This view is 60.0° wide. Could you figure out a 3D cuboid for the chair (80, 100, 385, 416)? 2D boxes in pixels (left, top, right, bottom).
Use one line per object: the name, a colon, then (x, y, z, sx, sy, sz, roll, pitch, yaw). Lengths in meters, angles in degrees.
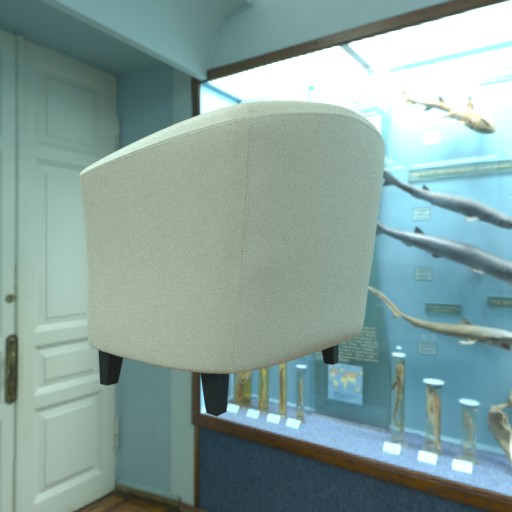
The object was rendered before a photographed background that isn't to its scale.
chair: (0.000, 0.000, 1.378, 0.727, 0.756, 0.792, 0, 0, 36)
